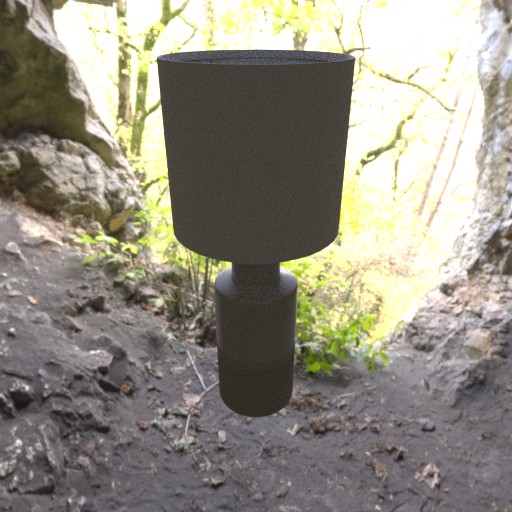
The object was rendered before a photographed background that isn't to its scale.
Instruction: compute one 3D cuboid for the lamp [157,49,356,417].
[{"bbox_3d":[0.000,0.000,0.597,0.212,0.493,0.212,-19,33,-31],"label":"lamp"}]
